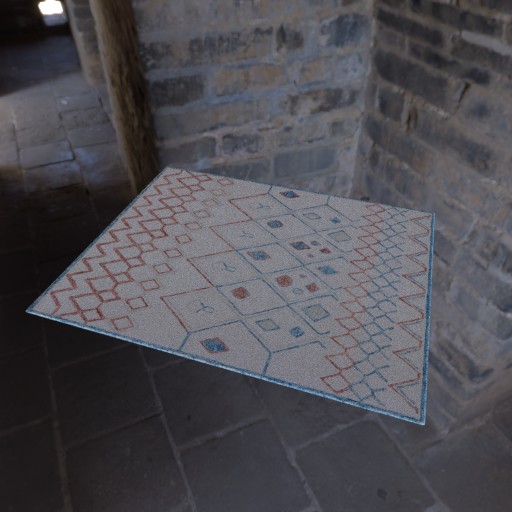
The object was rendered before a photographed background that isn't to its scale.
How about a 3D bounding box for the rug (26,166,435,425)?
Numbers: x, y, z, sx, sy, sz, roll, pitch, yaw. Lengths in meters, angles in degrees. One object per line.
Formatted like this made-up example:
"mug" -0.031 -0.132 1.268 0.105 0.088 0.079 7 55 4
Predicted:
"rug" 0.000 0.000 4.034 3.050 0.016 2.441 12 42 14
